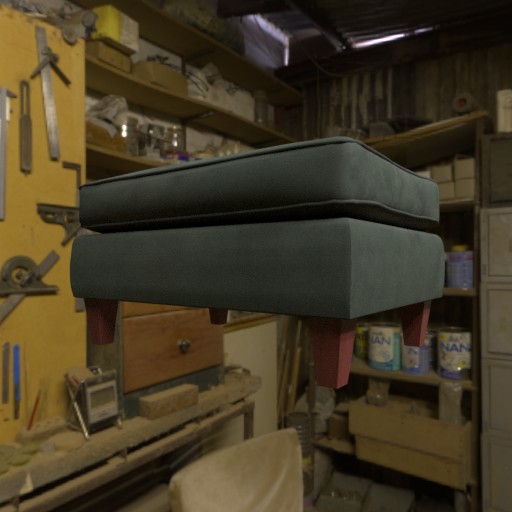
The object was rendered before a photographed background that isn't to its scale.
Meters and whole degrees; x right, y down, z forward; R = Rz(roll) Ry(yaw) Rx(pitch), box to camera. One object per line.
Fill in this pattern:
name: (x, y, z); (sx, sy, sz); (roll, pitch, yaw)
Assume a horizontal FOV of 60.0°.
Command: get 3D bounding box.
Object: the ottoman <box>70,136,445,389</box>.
ottoman: (0.000, 0.000, 1.249); (0.864, 0.495, 0.632); (-1, -1, 36)
